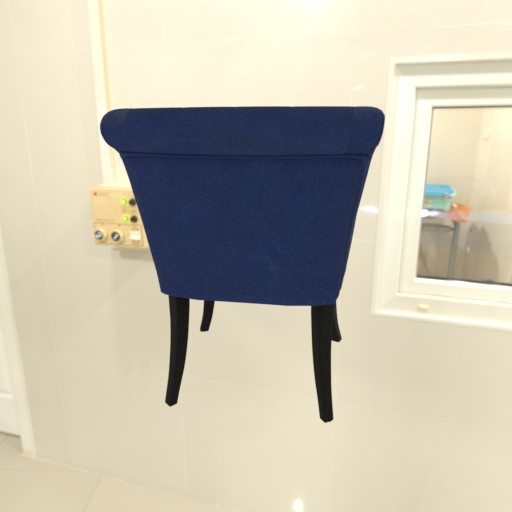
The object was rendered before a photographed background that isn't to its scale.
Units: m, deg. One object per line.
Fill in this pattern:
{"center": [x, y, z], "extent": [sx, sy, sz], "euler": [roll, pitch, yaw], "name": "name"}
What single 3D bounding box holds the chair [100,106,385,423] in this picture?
{"center": [0.000, 0.000, 1.216], "extent": [0.585, 0.753, 0.606], "euler": [3, 16, 9], "name": "chair"}
